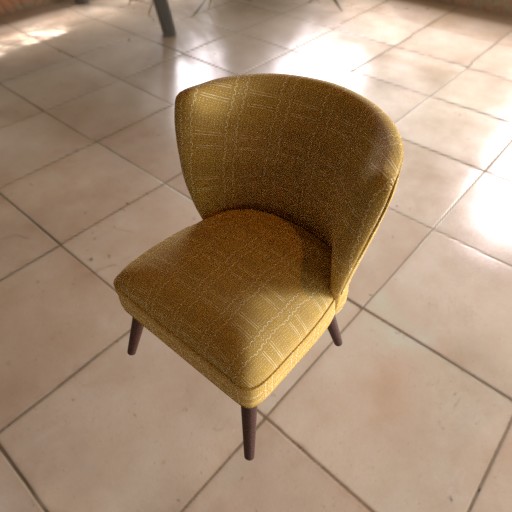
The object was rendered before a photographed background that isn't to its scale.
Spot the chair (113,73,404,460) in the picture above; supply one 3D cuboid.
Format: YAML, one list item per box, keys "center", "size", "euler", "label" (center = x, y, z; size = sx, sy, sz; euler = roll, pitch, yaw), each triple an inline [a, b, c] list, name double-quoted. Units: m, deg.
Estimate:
- center: [0.000, 0.000, 1.399]
  size: [0.706, 0.866, 0.758]
  euler: [31, 54, 27]
  label: "chair"
